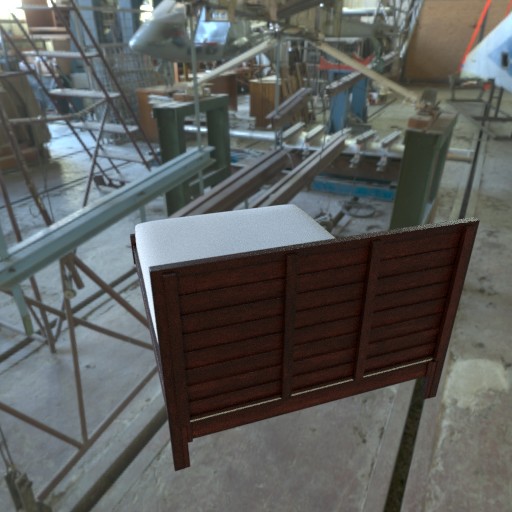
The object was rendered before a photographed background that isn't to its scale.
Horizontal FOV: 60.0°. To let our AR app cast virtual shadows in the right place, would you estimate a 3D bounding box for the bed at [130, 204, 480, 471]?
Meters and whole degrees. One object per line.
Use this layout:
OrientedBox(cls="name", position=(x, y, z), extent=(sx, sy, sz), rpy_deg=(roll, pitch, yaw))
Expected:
OrientedBox(cls="bed", position=(0.000, 0.000, 3.974), extent=(2.040, 1.492, 2.803), rpy_deg=(-9, 29, -17))
